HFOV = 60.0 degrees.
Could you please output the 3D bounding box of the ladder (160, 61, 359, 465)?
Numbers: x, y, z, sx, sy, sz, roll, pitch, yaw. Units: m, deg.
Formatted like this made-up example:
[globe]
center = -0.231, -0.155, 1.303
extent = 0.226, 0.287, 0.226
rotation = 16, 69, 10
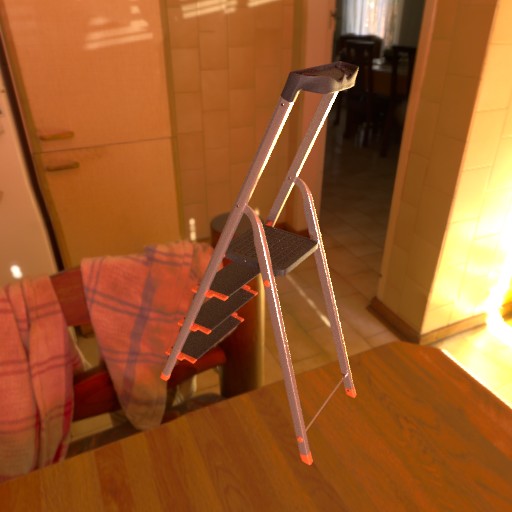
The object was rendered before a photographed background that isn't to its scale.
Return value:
[ladder]
center = 0.000, 0.000, 1.768
extent = 0.834, 1.429, 0.452
rotation = 19, 35, 30
